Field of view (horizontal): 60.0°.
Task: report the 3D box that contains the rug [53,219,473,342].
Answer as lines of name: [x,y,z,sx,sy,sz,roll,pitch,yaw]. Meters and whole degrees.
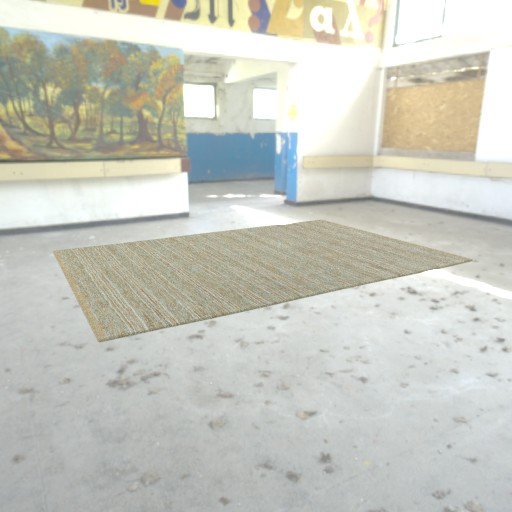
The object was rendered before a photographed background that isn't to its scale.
rug: [0.000,0.000,2.315,1.824,0.010,1.240,-9,18,-29]
